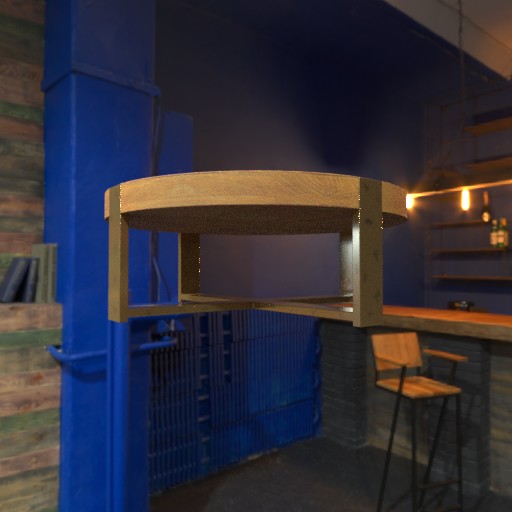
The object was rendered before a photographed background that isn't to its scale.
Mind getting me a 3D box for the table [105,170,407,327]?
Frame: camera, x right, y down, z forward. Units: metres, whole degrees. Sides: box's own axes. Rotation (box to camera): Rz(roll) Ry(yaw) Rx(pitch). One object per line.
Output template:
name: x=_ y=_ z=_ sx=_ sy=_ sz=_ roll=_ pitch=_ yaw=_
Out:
table: x=0.000 y=0.000 z=1.705 sx=1.100 sy=0.420 sz=1.100 roll=0 pitch=-1 yaw=0
